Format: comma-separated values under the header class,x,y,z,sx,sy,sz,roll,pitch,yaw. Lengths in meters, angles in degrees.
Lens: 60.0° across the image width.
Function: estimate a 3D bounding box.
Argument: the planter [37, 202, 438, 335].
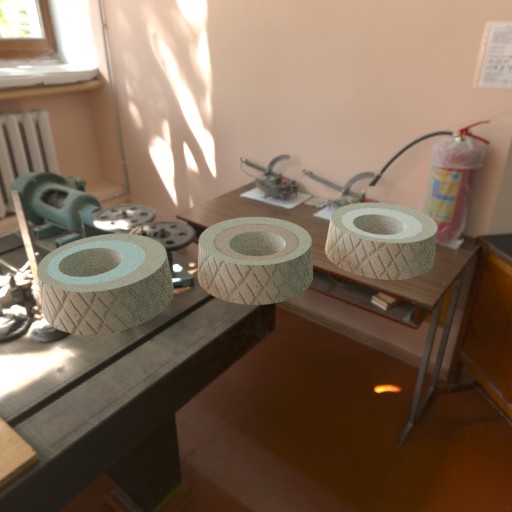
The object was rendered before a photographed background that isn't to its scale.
class,x,y,z,sx,sy,sz,roll,pitch,yaw
planter,0.000,0.000,0.430,0.390,0.038,0.114,-9,29,-16
